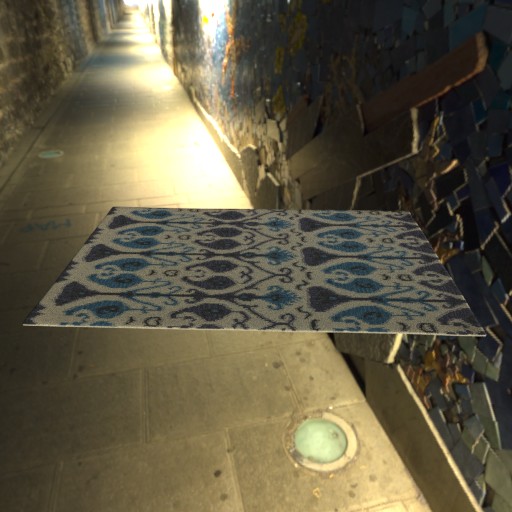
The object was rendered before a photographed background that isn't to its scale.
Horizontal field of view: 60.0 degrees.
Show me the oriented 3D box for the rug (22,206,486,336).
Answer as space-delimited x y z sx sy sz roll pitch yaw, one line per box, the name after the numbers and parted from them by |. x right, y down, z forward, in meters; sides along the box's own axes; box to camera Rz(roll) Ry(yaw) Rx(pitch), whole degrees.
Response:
0.000 0.000 2.073 1.698 0.013 1.072 1 30 2 | rug
